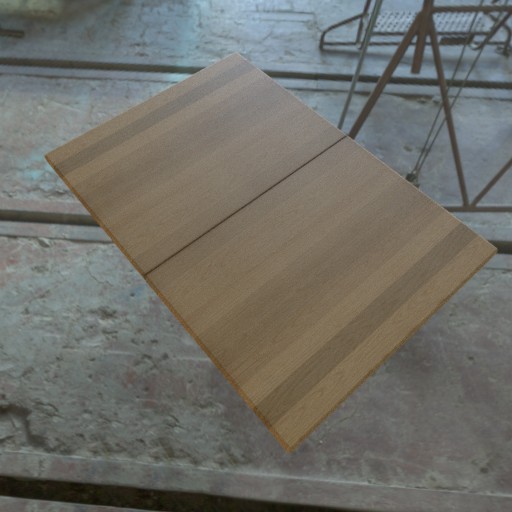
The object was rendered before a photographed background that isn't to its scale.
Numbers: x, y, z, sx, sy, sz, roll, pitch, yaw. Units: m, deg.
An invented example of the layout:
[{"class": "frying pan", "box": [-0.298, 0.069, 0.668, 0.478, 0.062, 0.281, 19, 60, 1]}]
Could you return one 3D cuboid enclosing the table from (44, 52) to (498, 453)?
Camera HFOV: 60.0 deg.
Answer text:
[{"class": "table", "box": [0.000, 0.000, 1.821, 0.900, 0.770, 1.300, -37, 66, -19]}]
